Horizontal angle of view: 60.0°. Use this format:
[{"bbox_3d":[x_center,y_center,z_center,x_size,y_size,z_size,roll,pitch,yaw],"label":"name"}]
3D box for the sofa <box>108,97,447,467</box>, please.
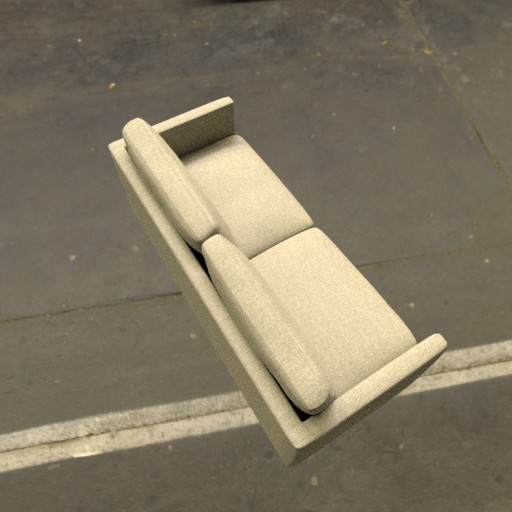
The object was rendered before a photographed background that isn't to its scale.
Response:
[{"bbox_3d":[0.000,0.000,2.768,0.956,0.960,2.208,-28,63,-16],"label":"sofa"}]
